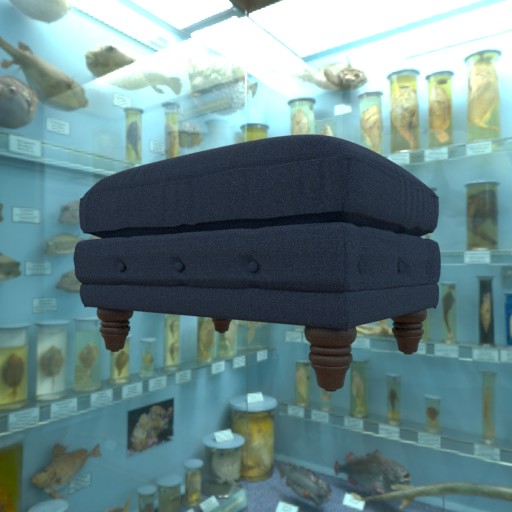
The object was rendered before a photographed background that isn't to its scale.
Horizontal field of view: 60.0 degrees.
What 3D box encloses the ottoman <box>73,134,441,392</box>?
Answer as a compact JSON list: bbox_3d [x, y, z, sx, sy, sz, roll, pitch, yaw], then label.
[{"bbox_3d":[0.000,0.000,1.125,0.767,0.486,0.558,-1,-2,37],"label":"ottoman"}]
